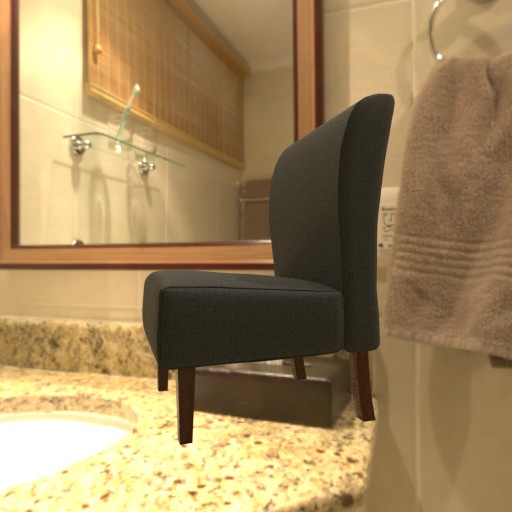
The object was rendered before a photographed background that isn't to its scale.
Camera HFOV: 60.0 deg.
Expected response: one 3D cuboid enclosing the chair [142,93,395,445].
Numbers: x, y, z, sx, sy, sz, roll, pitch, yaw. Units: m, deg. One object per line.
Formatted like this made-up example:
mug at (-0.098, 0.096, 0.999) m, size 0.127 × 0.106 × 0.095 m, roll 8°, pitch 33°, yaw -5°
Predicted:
chair at (0.000, 0.000, 1.215) m, size 0.592 × 0.804 × 0.513 m, roll 0°, pitch 0°, yaw -19°
